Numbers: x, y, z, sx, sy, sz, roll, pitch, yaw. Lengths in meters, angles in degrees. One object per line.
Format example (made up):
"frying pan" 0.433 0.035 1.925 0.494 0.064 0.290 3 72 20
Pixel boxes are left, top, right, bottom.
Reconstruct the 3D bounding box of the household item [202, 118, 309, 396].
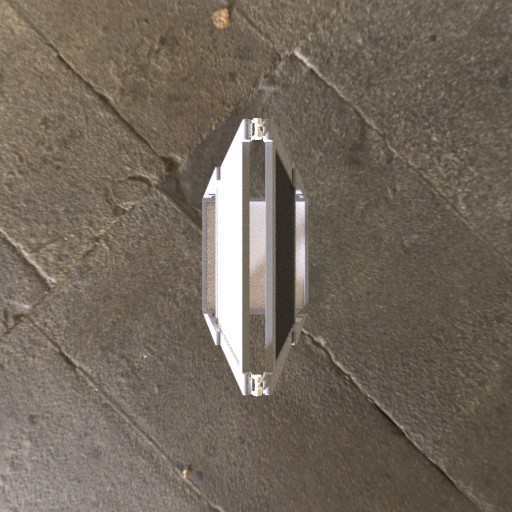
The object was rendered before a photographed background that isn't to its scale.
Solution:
"household item" 0.000 0.000 1.427 0.469 1.172 0.531 0 90 0
